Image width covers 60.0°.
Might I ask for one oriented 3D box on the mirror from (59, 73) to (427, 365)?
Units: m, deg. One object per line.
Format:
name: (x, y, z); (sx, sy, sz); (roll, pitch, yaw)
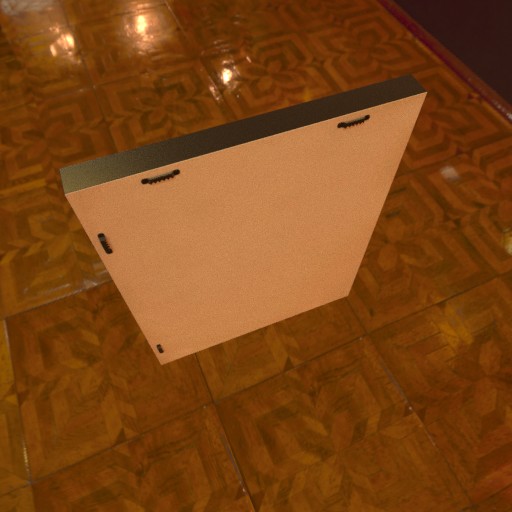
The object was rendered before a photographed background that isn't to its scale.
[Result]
mirror: (0.000, 0.000, 0.685); (0.406, 0.509, 0.041); (-19, 60, -11)
